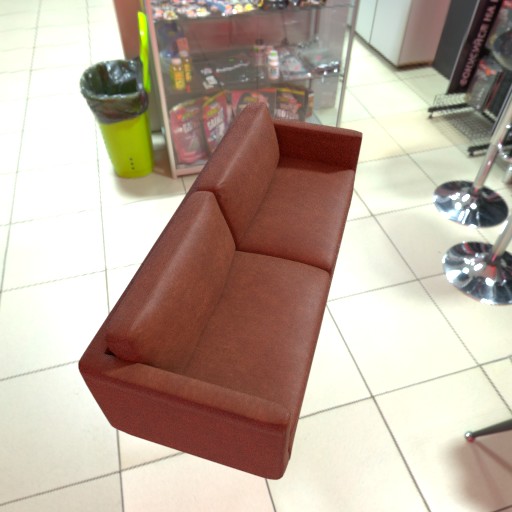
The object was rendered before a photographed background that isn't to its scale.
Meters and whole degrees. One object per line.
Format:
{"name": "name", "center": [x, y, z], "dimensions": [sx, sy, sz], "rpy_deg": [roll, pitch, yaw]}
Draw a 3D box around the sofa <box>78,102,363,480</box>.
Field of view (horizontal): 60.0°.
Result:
{"name": "sofa", "center": [0.000, 0.000, 2.683], "dimensions": [0.950, 0.932, 2.204], "rpy_deg": [12, 48, 11]}
